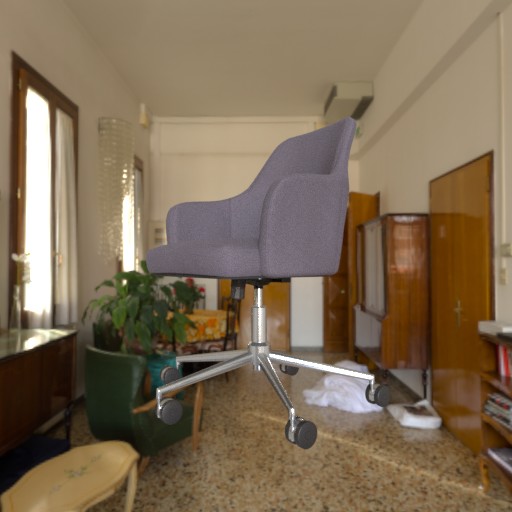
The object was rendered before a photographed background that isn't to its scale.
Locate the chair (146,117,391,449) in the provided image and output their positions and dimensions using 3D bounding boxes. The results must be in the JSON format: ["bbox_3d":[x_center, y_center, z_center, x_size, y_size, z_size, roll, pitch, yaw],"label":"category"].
[{"bbox_3d":[0.000,0.000,1.256,0.600,0.820,0.655,1,-1,-35],"label":"chair"}]
